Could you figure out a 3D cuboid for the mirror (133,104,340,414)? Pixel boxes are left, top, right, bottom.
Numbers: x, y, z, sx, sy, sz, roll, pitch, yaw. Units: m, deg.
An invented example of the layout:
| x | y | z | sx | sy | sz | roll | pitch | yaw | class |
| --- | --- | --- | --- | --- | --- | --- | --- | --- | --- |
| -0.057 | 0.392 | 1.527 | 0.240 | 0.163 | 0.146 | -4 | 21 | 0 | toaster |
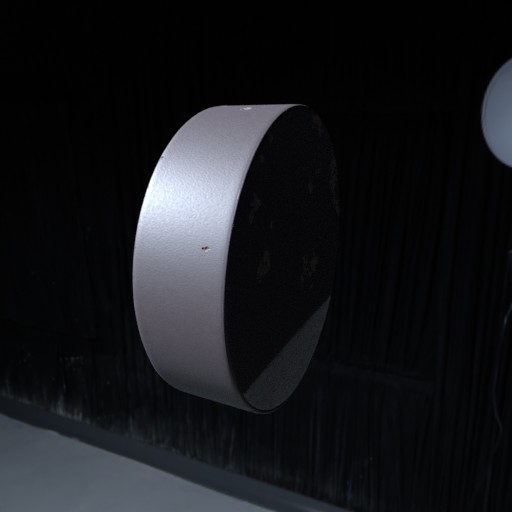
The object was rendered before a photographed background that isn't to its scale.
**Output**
| x | y | z | sx | sy | sz | roll | pitch | yaw | class |
| --- | --- | --- | --- | --- | --- | --- | --- | --- | --- |
| 0.000 | 0.000 | 0.599 | 0.126 | 0.386 | 0.386 | 8 | 18 | 25 | mirror |
